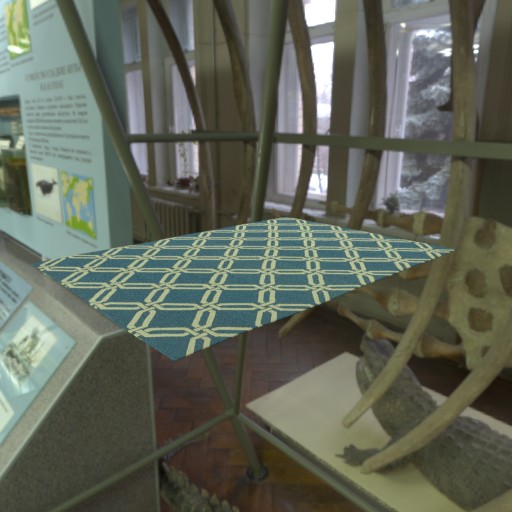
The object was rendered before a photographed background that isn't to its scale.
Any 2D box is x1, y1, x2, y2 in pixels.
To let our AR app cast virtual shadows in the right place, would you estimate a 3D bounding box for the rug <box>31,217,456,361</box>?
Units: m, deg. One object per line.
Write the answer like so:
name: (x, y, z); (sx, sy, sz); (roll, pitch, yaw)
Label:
rug: (0.000, 0.000, 2.694); (2.135, 0.013, 1.524); (-14, 21, -41)
